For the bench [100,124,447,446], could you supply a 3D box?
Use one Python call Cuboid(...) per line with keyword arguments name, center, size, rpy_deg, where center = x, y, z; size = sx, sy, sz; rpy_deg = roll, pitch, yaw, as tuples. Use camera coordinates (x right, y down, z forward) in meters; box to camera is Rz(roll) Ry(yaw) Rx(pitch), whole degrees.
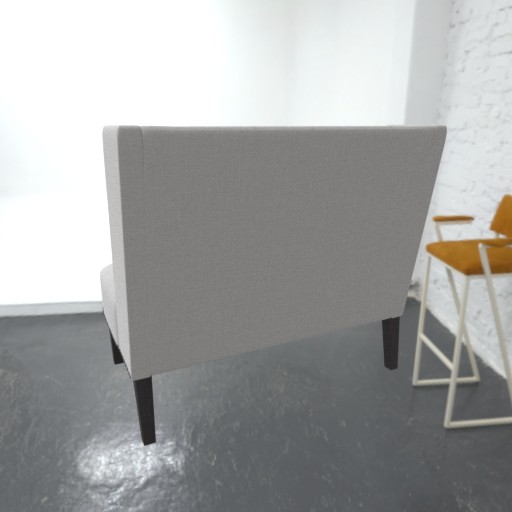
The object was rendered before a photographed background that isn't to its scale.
Cuboid(name="bench", center=(0.000, 0.000, 1.979), size=(1.280, 1.123, 0.847), rpy_deg=(-8, 18, -25))
